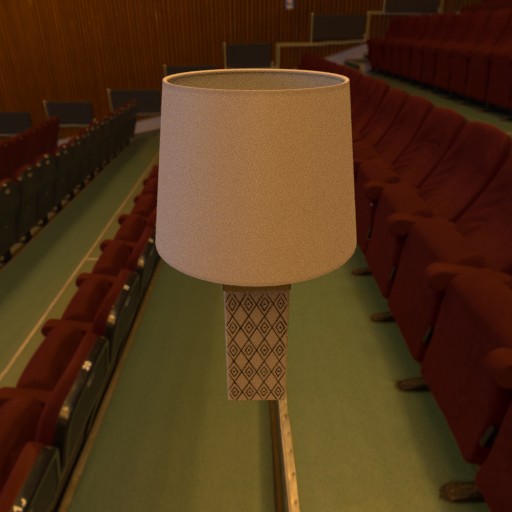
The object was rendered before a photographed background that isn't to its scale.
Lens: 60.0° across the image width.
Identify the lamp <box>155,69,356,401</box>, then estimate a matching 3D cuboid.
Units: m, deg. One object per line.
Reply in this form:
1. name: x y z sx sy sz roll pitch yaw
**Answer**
1. lamp: 0.000 0.000 0.580 0.251 0.435 0.251 0 28 0
